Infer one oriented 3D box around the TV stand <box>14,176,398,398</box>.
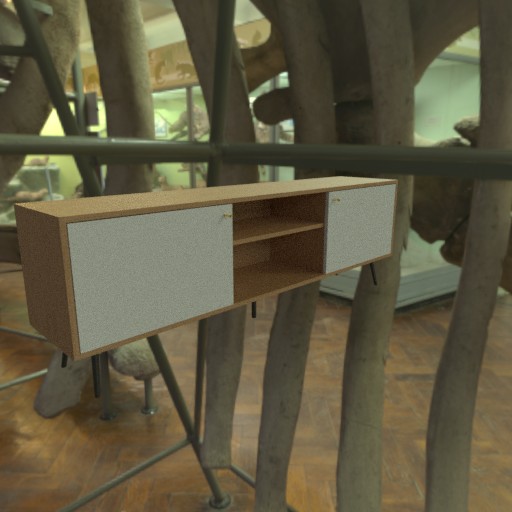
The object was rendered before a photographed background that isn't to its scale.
[{"bbox_3d":[0.000,0.000,1.935,1.760,0.580,0.400,-13,19,-42],"label":"TV stand"}]
